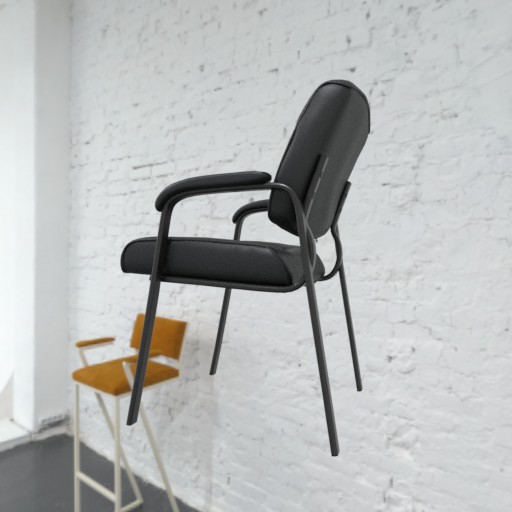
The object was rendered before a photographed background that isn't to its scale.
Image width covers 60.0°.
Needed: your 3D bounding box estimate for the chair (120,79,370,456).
[{"bbox_3d":[0.000,0.000,1.355,0.668,0.910,0.591,0,1,19],"label":"chair"}]
